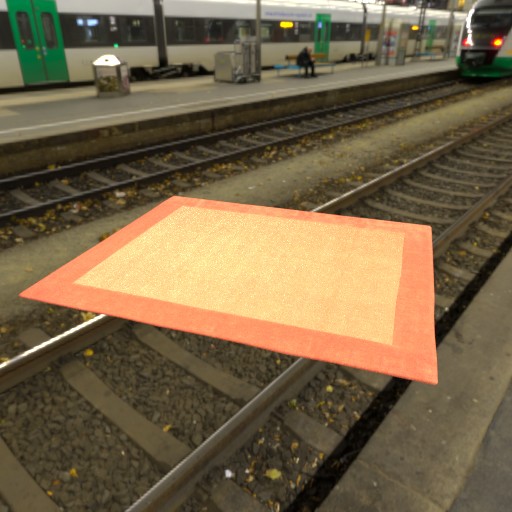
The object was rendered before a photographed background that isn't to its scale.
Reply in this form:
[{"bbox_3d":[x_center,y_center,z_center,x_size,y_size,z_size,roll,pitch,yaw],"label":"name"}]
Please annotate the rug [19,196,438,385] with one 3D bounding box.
[{"bbox_3d":[0.000,0.000,3.942,2.976,0.018,2.430,9,28,17],"label":"rug"}]
